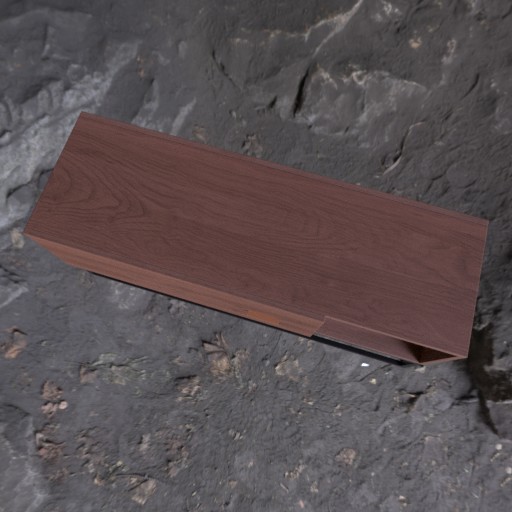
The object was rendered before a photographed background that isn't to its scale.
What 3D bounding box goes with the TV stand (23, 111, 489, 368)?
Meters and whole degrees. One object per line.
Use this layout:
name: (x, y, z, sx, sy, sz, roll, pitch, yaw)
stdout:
TV stand: (0.000, 0.000, 1.437, 1.200, 0.500, 0.415, 16, 74, 5)
